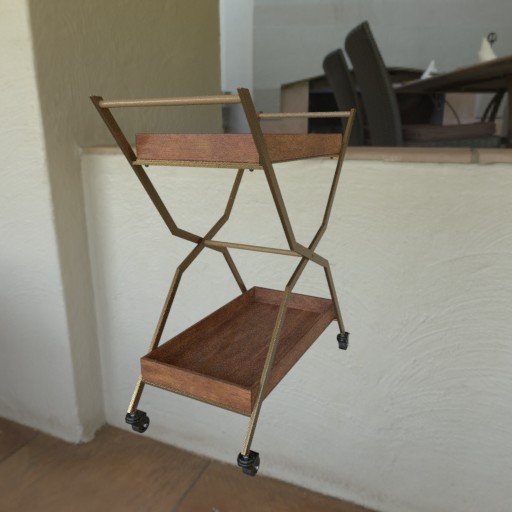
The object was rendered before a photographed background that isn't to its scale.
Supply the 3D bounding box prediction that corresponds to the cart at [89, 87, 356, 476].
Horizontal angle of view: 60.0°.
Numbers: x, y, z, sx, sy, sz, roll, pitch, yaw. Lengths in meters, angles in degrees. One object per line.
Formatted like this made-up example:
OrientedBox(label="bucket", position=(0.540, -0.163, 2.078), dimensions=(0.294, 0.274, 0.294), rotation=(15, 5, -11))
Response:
OrientedBox(label="cart", position=(0.000, 0.000, 1.338), dimensions=(0.405, 0.869, 0.836), rotation=(8, 17, 26))
